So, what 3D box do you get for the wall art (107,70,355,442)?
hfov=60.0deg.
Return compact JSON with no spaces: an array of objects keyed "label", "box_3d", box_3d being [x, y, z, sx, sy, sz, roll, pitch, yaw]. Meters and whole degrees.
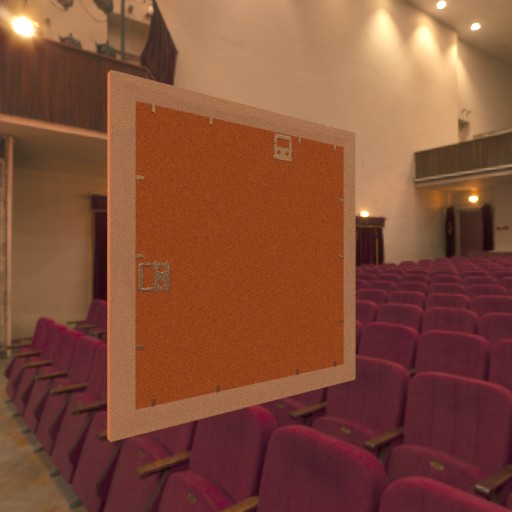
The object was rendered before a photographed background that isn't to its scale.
[{"label":"wall art","box_3d":[0.000,0.000,0.876,0.584,0.584,0.013,0,0,-37]}]
